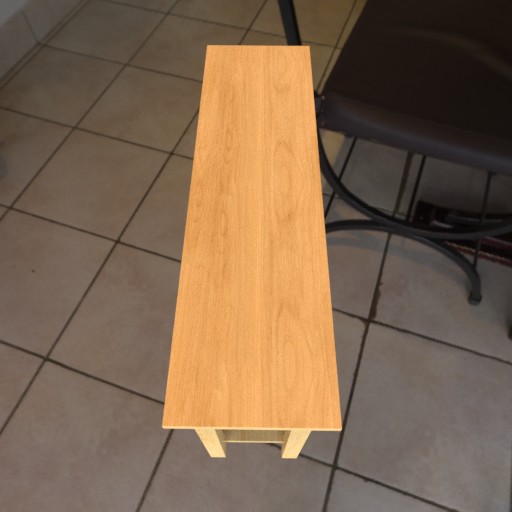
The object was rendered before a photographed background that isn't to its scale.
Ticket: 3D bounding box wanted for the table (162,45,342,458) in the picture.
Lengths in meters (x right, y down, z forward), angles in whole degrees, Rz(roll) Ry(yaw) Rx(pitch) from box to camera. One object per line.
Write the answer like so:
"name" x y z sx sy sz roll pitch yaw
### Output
"table" 0.000 0.000 1.495 0.350 0.730 1.240 1 58 0
